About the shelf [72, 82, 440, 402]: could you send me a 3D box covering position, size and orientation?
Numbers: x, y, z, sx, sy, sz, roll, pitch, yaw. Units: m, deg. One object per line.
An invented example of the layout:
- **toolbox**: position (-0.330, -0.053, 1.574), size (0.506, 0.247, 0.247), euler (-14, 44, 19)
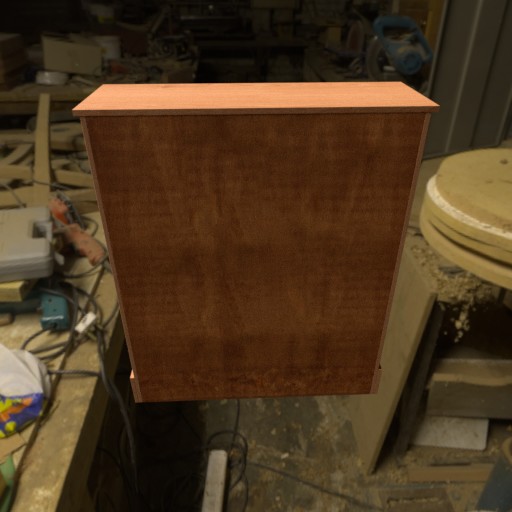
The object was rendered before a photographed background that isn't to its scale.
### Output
- **shelf**: position (0.000, 0.000, 1.395), size (0.840, 0.980, 0.291), euler (-1, 32, -2)
